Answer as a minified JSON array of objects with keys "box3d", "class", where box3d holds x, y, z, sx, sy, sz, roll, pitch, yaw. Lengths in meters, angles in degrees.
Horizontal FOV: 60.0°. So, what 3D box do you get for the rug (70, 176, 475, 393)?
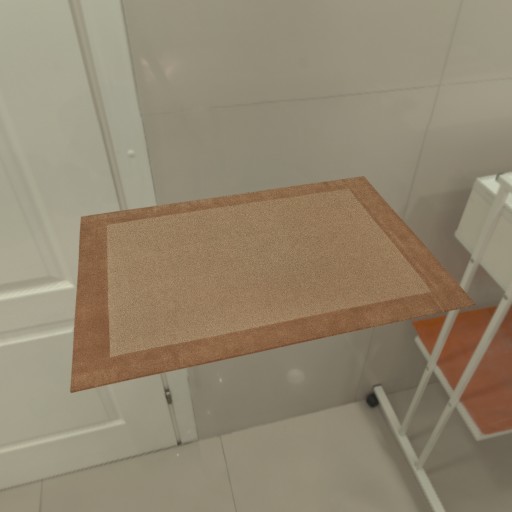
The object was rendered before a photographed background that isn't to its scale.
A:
[{"box3d":[0.000,0.000,2.362,1.829,0.014,1.219,-10,41,-11],"class":"rug"}]
